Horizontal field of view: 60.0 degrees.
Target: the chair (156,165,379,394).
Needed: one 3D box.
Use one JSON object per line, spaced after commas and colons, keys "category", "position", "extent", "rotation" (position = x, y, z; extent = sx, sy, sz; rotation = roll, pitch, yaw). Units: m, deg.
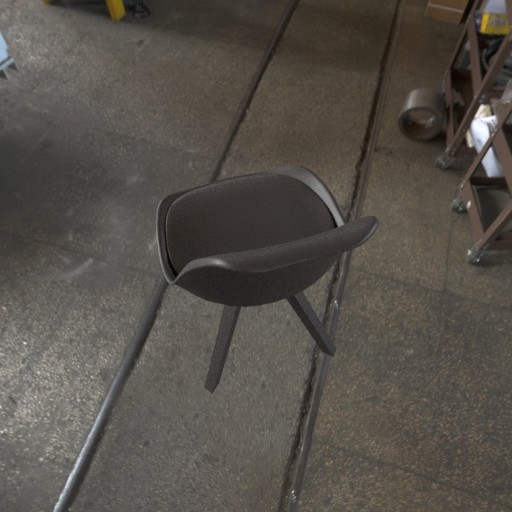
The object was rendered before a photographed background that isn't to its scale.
{"category": "chair", "position": [0.000, 0.000, 1.180], "extent": [0.485, 0.850, 0.550], "rotation": [-14, 59, -9]}
